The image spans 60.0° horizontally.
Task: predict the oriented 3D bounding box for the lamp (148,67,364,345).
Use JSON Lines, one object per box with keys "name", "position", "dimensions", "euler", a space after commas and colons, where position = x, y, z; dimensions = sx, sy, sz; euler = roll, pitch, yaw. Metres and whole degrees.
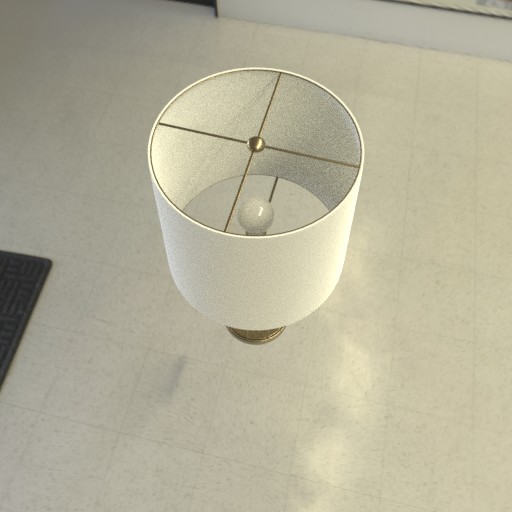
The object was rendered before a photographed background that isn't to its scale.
{"name": "lamp", "position": [0.000, 0.000, 0.803], "dimensions": [0.303, 0.618, 0.303], "euler": [0, 64, 0]}
